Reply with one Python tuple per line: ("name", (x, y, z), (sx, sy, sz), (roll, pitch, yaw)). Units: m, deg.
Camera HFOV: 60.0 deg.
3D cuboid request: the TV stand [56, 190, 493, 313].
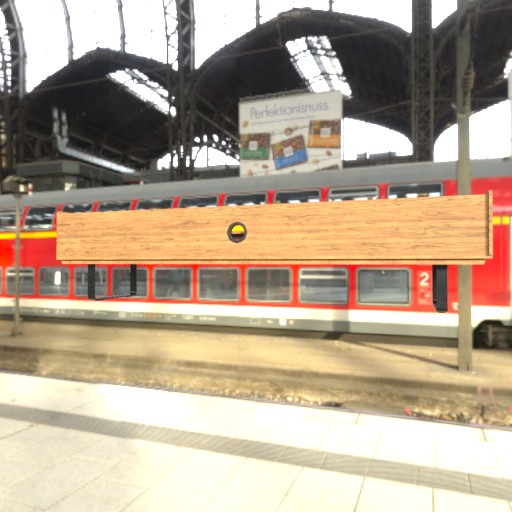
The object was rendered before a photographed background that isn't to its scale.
("TV stand", (0.000, 0.000, 1.957), (1.796, 0.415, 0.467), (0, -1, 19))
